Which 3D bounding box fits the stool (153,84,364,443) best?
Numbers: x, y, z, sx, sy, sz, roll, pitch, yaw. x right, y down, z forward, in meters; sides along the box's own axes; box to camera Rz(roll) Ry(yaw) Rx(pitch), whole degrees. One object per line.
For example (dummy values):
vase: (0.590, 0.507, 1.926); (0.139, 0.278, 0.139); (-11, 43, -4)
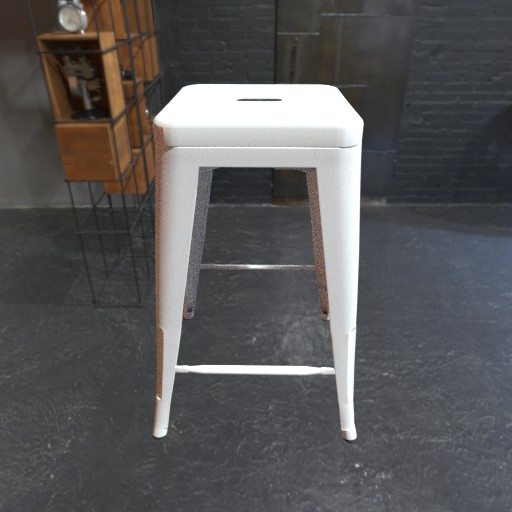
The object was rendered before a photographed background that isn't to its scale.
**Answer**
stool: (0.000, 0.000, 0.895); (0.406, 0.610, 0.406); (1, 30, 1)
